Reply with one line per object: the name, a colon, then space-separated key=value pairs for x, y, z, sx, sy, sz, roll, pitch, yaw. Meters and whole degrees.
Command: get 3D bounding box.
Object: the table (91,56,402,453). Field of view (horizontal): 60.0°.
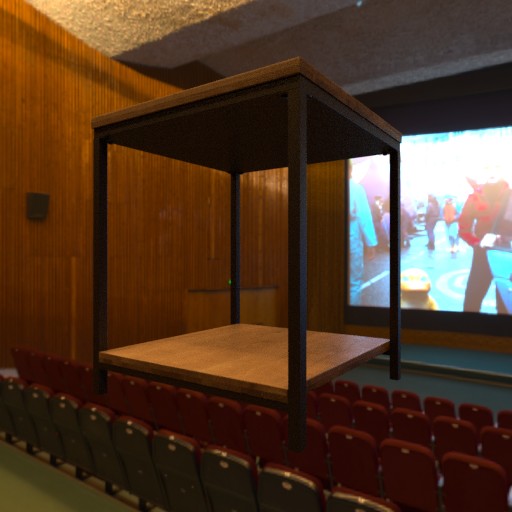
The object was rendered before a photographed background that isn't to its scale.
table: x=0.000 y=0.000 z=1.006 sx=0.507 sy=0.589 sz=0.503 roll=0 pitch=0 yaw=35
